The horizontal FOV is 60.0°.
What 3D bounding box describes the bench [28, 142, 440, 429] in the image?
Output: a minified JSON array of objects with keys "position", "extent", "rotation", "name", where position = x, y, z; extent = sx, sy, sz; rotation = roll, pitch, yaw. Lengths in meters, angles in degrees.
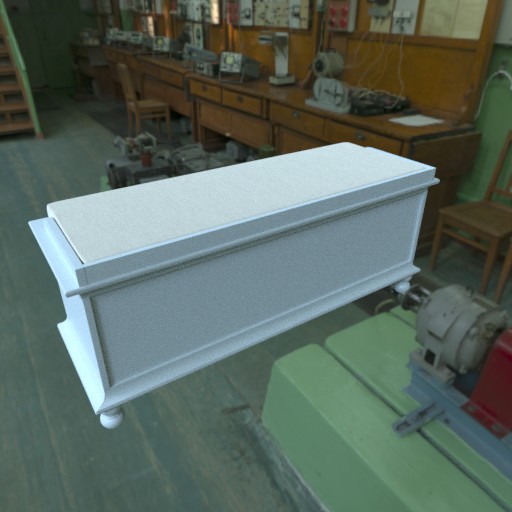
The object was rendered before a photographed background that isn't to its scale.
[{"position":[0.000,0.000,1.412],"extent":[1.185,0.486,0.402],"rotation":[-18,34,-29],"name":"bench"}]
